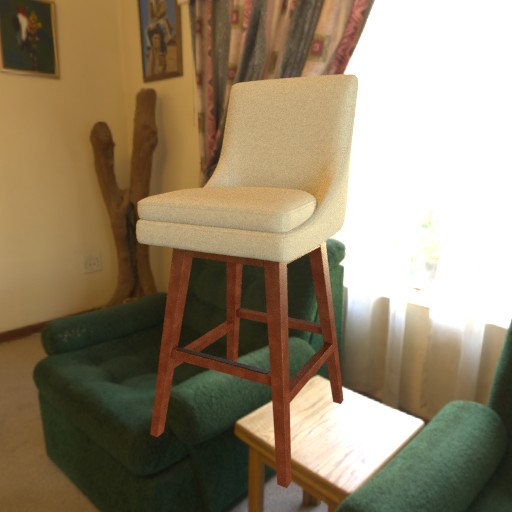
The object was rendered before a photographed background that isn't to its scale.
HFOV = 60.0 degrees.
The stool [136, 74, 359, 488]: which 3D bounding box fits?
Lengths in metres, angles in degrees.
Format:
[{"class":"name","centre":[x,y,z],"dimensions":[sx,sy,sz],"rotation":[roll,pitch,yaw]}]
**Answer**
[{"class":"stool","centre":[0.000,0.000,1.365],"dimensions":[0.470,1.092,0.559],"rotation":[7,16,28]}]
